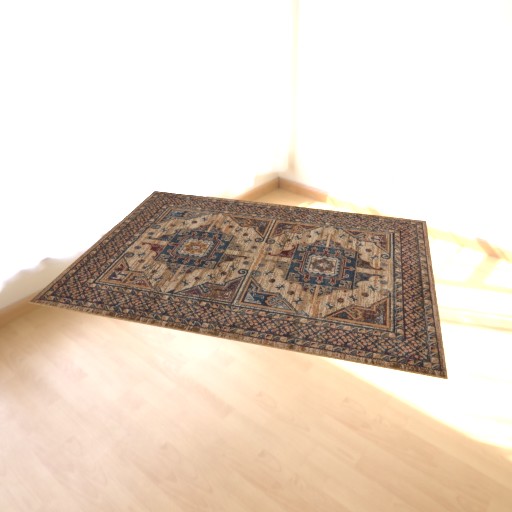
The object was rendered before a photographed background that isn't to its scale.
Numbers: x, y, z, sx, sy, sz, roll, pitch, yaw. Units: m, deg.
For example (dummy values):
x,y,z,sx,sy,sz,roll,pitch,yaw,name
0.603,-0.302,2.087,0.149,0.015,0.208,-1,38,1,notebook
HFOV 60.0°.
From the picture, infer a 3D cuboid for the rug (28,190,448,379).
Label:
x,y,z,sx,sy,sz,roll,pitch,yaw,name
0.000,0.000,2.913,2.227,0.008,1.611,8,33,12,rug
